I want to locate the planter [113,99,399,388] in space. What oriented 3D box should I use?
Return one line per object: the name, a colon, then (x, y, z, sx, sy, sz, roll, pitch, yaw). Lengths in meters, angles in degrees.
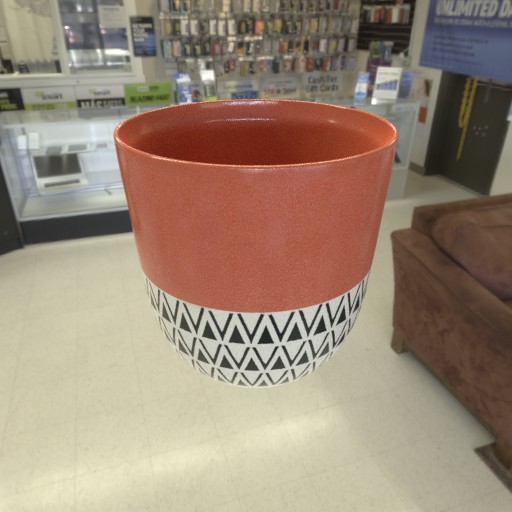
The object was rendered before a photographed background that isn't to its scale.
planter: (0.000, 0.000, 0.366, 0.195, 0.214, 0.195, 0, 29, 0)
